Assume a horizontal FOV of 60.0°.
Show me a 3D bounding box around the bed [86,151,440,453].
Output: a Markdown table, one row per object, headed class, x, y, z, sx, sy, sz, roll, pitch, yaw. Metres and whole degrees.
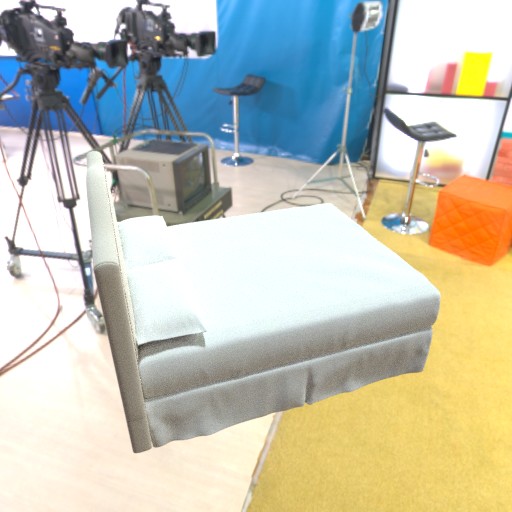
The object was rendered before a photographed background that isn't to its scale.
| class | x | y | z | sx | sy | sz | roll | pitch | yaw |
| --- | --- | --- | --- | --- | --- | --- | --- | --- | --- |
| bed | 0.000 | 0.000 | 3.269 | 2.143 | 1.460 | 1.753 | -10 | 32 | -17 |
